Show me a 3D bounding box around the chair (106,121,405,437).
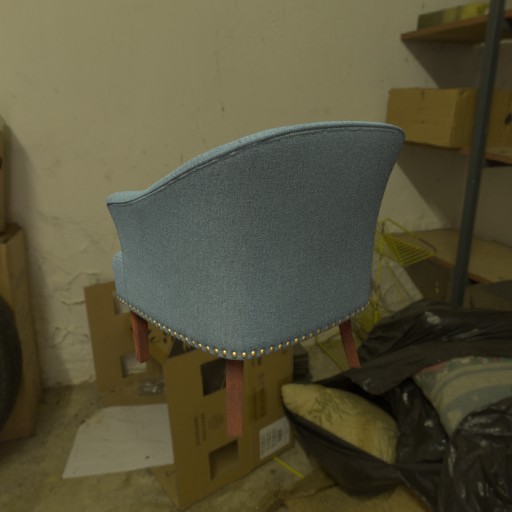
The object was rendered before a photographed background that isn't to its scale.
[{"bbox_3d":[0.000,0.000,1.412,0.772,0.815,0.704,-14,21,-39],"label":"chair"}]
